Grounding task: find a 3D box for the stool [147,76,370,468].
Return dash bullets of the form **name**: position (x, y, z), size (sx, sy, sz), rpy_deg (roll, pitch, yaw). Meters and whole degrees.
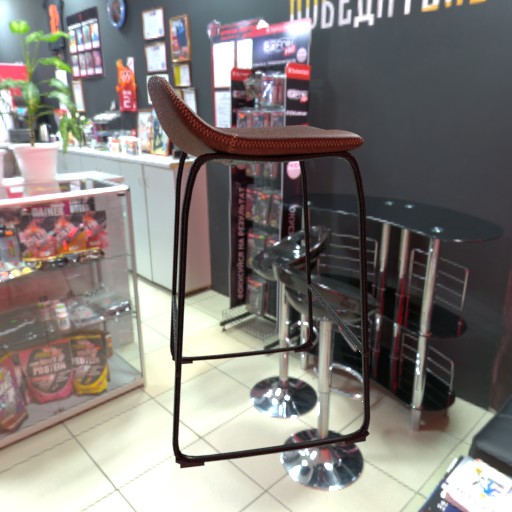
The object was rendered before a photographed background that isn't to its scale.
- **stool**: position (0.000, 0.000, 1.114), size (0.473, 0.830, 0.454), rpy_deg (-4, 18, -11)
